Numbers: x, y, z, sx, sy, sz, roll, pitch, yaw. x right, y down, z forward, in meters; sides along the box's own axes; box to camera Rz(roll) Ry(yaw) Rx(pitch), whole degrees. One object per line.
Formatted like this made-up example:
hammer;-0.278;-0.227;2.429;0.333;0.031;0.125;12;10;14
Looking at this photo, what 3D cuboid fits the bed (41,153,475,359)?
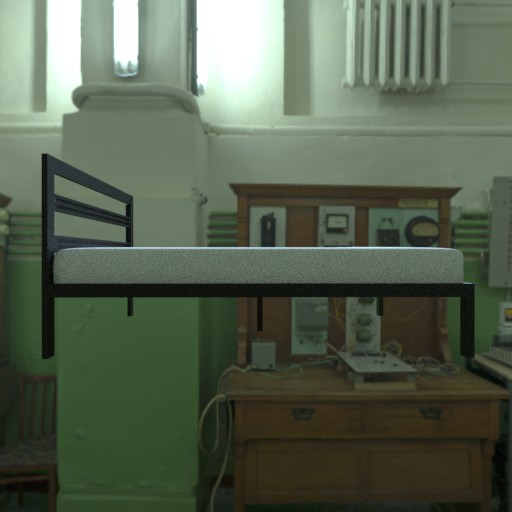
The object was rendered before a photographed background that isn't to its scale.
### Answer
bed;0.000;0.000;2.858;2.062;0.967;1.524;0;0;-1
